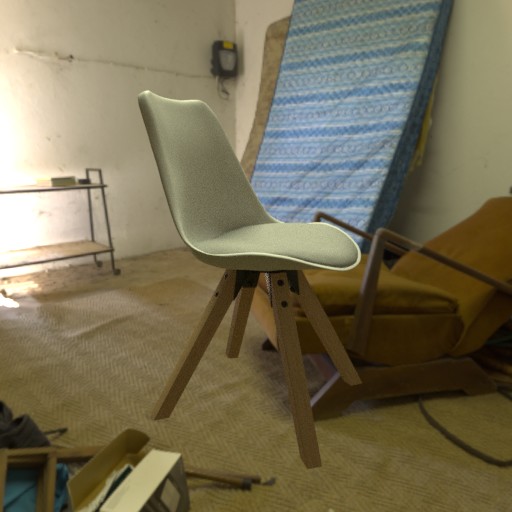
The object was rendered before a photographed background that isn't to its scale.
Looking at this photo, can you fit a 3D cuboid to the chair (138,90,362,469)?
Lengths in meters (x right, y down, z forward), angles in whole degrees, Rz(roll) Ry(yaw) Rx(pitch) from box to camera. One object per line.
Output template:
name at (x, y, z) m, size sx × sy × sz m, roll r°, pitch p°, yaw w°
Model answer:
chair at (0.000, 0.000, 1.203) m, size 0.550 × 0.850 × 0.485 m, roll 6°, pitch 14°, yaw 25°
